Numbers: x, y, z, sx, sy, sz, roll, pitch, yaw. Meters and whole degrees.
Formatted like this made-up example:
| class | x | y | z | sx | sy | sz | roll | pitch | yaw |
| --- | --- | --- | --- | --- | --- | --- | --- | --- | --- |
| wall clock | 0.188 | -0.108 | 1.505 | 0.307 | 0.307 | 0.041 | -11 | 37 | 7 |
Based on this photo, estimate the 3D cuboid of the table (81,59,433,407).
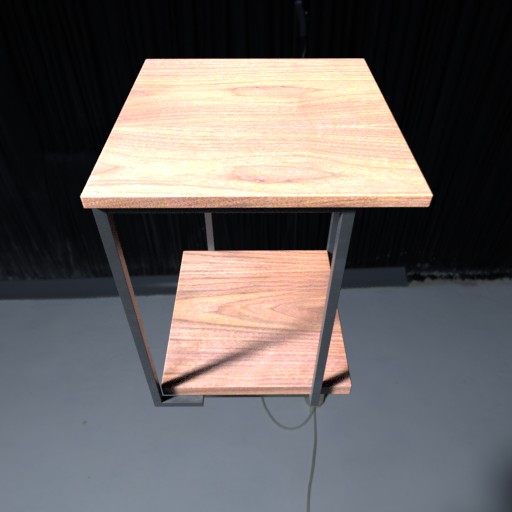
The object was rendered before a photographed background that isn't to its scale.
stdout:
| class | x | y | z | sx | sy | sz | roll | pitch | yaw |
| --- | --- | --- | --- | --- | --- | --- | --- | --- | --- |
| table | 0.000 | 0.000 | 0.825 | 0.384 | 0.567 | 0.411 | 0 | 43 | 0 |
